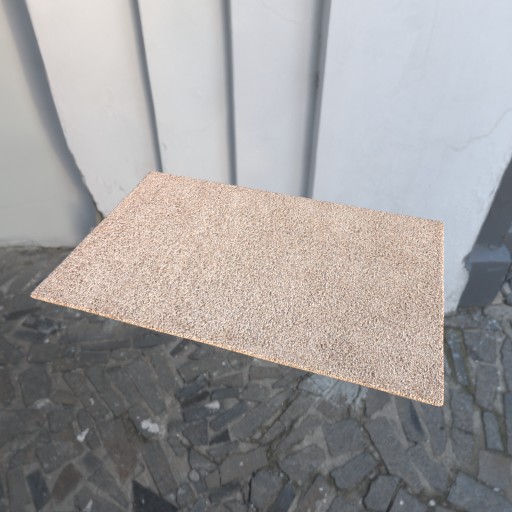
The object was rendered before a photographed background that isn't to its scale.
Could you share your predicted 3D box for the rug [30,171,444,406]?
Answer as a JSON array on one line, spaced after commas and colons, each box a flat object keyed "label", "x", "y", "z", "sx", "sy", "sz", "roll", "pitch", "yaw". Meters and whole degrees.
[{"label": "rug", "x": 0.000, "y": 0.000, "z": 3.398, "sx": 2.743, "sy": 0.030, "sz": 1.778, "roll": 12, "pitch": 42, "yaw": 13}]
